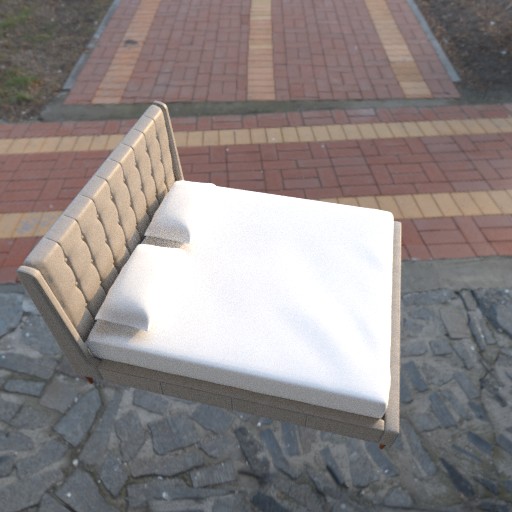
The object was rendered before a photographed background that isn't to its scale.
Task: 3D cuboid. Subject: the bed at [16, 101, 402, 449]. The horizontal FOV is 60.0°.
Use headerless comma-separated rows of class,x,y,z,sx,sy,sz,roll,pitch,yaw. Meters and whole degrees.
bed,0.000,0.000,3.445,2.342,1.289,2.062,10,47,9
